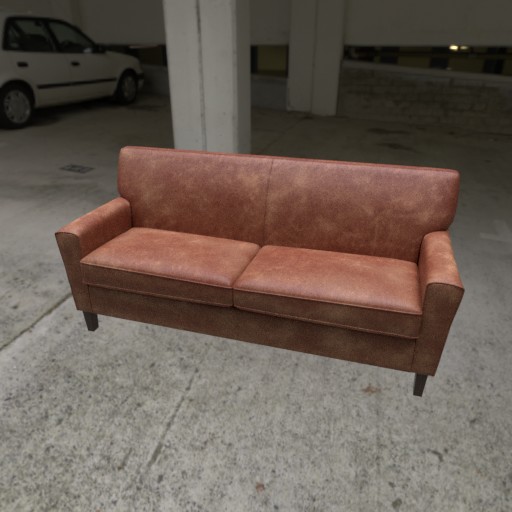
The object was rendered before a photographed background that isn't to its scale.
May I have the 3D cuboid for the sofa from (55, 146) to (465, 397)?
[{"bbox_3d":[0.000,0.000,2.497,2.053,0.947,0.805,8,27,15],"label":"sofa"}]
